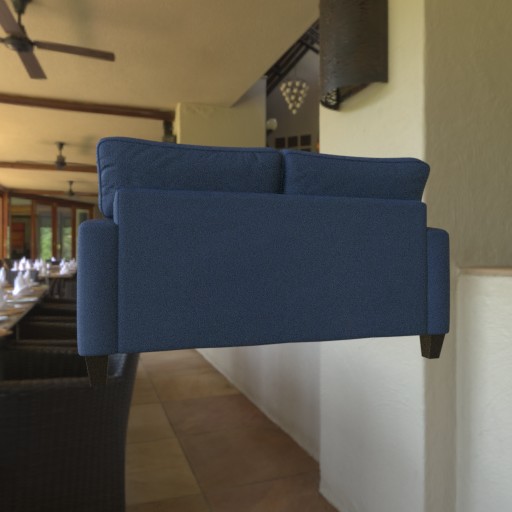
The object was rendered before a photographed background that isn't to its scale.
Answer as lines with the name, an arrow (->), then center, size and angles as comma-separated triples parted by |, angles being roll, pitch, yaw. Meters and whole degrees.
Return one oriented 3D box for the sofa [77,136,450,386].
sofa -> 0.000, 0.000, 2.278 | 1.651, 0.965, 0.965 | 0, 0, -17
